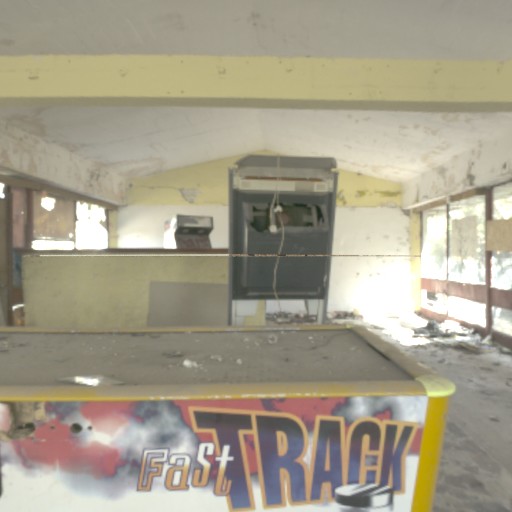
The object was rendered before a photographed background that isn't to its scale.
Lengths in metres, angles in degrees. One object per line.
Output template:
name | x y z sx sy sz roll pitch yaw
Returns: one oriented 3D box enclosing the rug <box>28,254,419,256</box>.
rug | 0.000 0.000 2.408 1.268 0.007 1.918 0 0 37
